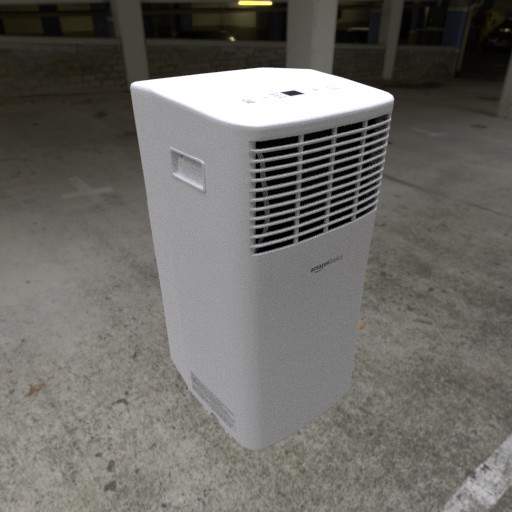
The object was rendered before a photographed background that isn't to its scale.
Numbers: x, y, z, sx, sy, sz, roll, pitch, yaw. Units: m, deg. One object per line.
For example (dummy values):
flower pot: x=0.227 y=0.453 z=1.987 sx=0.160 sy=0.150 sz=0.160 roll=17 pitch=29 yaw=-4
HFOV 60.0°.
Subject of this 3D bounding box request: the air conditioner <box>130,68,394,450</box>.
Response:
air conditioner: x=0.000 y=0.000 z=0.814 sx=0.304 sy=0.606 sz=0.349 roll=-21 pitch=37 yaw=-31
